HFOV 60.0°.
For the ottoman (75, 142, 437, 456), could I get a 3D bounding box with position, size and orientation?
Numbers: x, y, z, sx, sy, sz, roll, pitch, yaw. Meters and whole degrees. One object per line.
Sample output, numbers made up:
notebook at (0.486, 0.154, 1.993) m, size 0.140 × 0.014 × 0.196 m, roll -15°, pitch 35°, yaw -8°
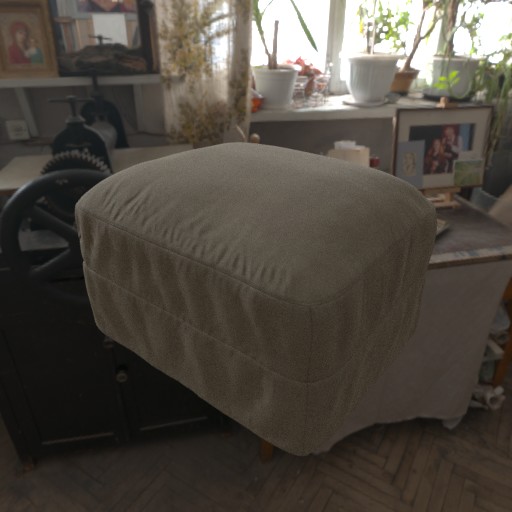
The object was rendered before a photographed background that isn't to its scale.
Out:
ottoman at (0.000, 0.000, 1.085) m, size 0.712 × 0.480 × 0.584 m, roll 21°, pitch 35°, yaw 33°
